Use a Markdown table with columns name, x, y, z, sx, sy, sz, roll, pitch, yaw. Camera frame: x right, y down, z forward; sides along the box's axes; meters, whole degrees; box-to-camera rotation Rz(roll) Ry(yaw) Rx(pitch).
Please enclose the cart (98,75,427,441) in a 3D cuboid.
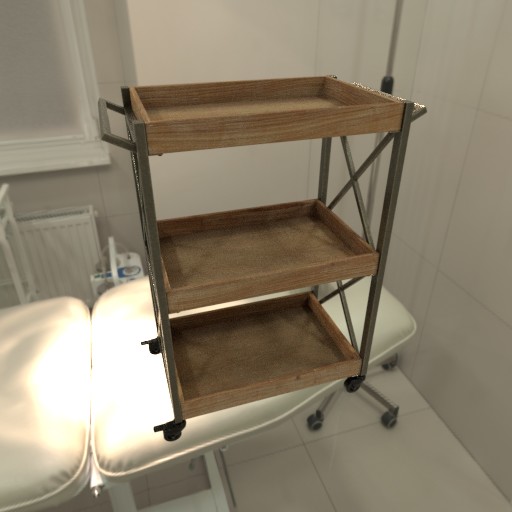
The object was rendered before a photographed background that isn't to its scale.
| name | x | y | z | sx | sy | sz | roll | pitch | yaw |
| --- | --- | --- | --- | --- | --- | --- | --- | --- | --- |
| cart | 0.000 | 0.000 | 1.193 | 0.673 | 0.835 | 0.377 | -10 | 32 | -15 |
